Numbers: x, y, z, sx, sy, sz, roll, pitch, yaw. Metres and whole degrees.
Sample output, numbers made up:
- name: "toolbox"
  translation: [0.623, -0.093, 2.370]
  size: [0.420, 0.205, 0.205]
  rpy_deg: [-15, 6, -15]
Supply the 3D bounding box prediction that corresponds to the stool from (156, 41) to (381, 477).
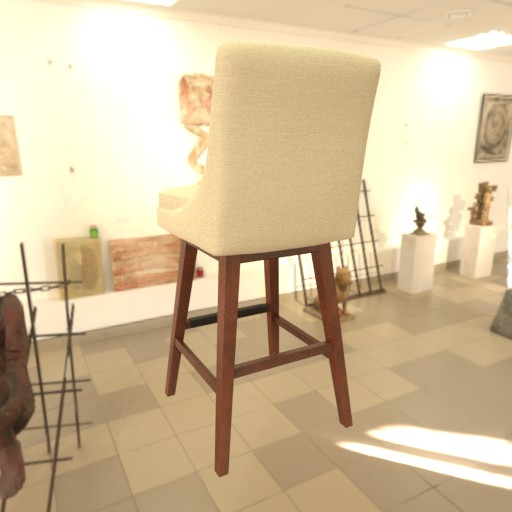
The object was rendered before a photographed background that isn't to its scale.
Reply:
- name: "stool"
  translation: [0.000, 0.000, 1.359]
  size: [0.470, 1.097, 0.559]
  rpy_deg: [-8, 17, -28]
